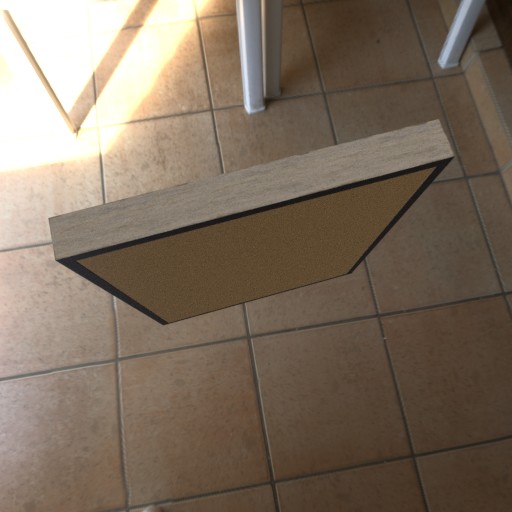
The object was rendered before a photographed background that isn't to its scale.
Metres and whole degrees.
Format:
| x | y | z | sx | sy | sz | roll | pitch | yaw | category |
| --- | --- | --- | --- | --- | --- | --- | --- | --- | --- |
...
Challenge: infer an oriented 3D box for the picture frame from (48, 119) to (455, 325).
| x | y | z | sx | sy | sz | roll | pitch | yaw | category |
| --- | --- | --- | --- | --- | --- | --- | --- | --- | --- |
| 0.000 | 0.000 | 0.708 | 0.421 | 0.526 | 0.046 | -15 | 75 | -4 | picture frame |
